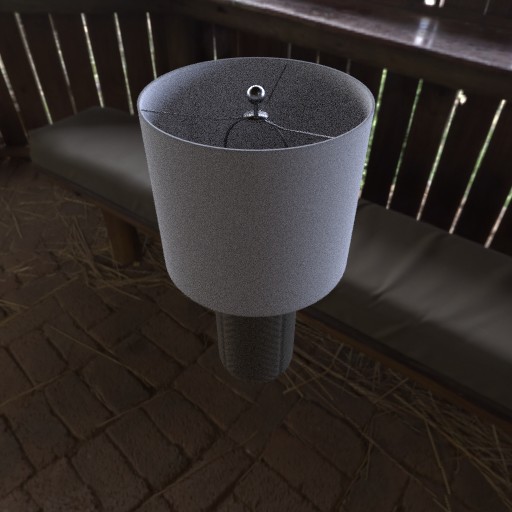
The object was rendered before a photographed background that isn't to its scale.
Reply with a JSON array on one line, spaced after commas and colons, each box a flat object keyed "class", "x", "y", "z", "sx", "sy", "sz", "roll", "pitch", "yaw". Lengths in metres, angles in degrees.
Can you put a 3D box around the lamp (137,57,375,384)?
[{"class": "lamp", "x": 0.000, "y": 0.000, "z": 0.509, "sx": 0.203, "sy": 0.389, "sz": 0.203, "roll": 13, "pitch": 43, "yaw": 14}]
